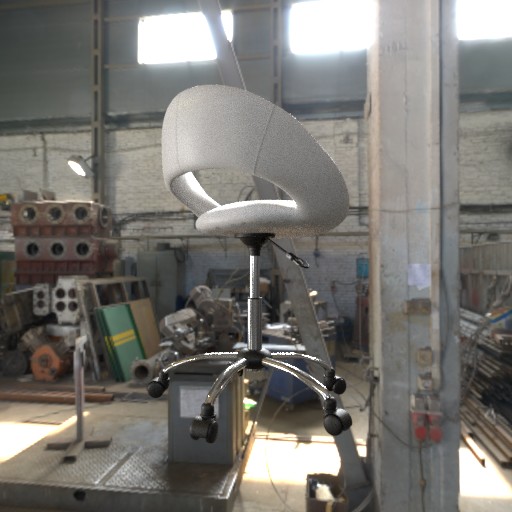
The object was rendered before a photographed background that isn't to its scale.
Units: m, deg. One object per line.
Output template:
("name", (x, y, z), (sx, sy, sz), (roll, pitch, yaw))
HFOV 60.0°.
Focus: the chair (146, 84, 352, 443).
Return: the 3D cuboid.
("chair", (0.000, 0.000, 1.199), (0.538, 0.791, 0.612), (1, -1, -36))
